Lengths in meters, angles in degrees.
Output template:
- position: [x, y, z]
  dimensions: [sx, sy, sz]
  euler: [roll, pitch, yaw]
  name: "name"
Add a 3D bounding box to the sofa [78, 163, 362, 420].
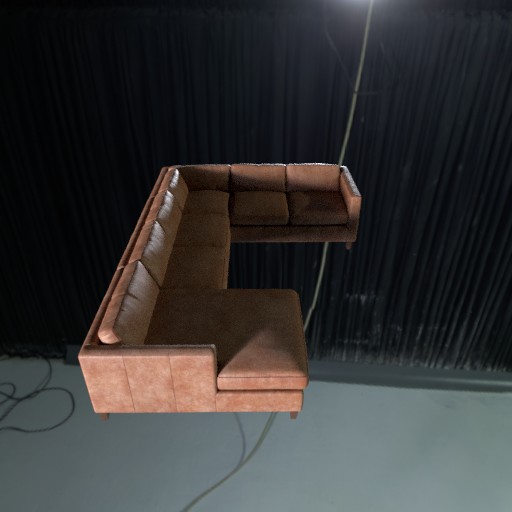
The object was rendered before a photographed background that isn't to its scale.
- position: [0.000, 0.000, 4.558]
  dimensions: [2.430, 0.832, 3.401]
  euler: [0, 33, 0]
  name: "sofa"
